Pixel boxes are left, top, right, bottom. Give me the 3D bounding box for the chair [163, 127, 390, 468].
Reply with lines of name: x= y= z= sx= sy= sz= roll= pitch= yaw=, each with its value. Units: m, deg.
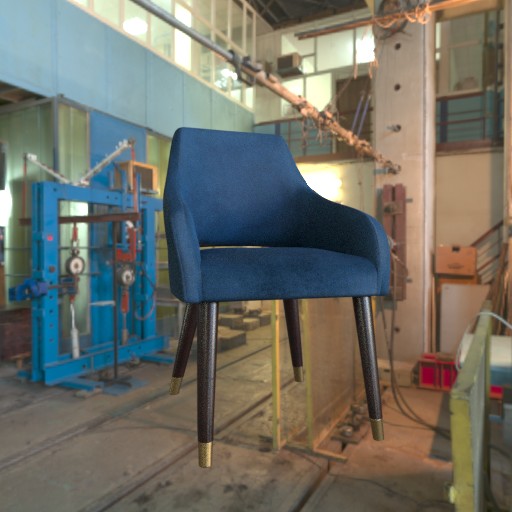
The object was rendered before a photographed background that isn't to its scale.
chair: x=0.000 y=0.000 z=1.594 sx=0.683 sy=1.081 sz=0.794 roll=0 pitch=1 yaw=-18
